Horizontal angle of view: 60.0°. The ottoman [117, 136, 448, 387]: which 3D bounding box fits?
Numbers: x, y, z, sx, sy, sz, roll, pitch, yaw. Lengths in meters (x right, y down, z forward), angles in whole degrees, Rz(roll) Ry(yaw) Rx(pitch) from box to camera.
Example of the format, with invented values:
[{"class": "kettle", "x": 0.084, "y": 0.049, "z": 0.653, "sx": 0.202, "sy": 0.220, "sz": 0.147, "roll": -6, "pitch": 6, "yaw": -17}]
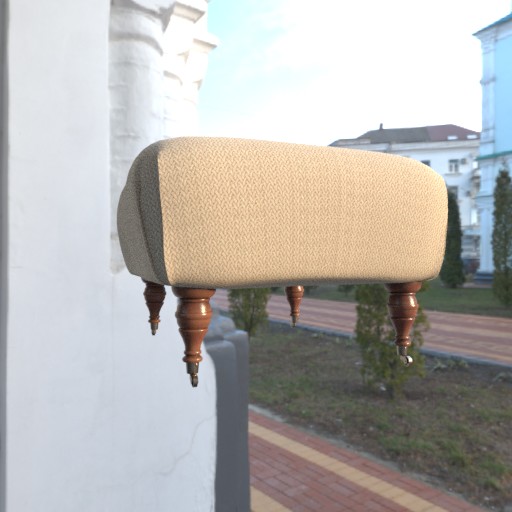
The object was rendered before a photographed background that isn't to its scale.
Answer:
[{"class": "ottoman", "x": 0.000, "y": 0.000, "z": 1.070, "sx": 0.622, "sy": 0.447, "sz": 0.684, "roll": 0, "pitch": -1, "yaw": -20}]
